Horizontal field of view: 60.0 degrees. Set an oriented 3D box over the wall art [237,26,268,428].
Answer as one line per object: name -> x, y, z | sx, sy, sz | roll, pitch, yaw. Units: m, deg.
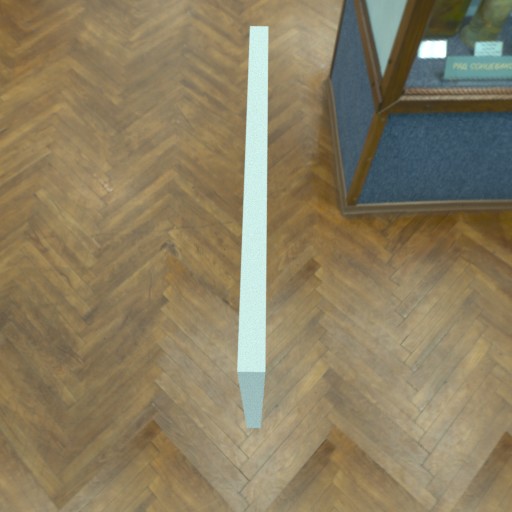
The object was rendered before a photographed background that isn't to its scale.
wall art -> 0.000, 0.000, 1.161 | 0.041, 0.765, 0.768 | 1, 63, 0
